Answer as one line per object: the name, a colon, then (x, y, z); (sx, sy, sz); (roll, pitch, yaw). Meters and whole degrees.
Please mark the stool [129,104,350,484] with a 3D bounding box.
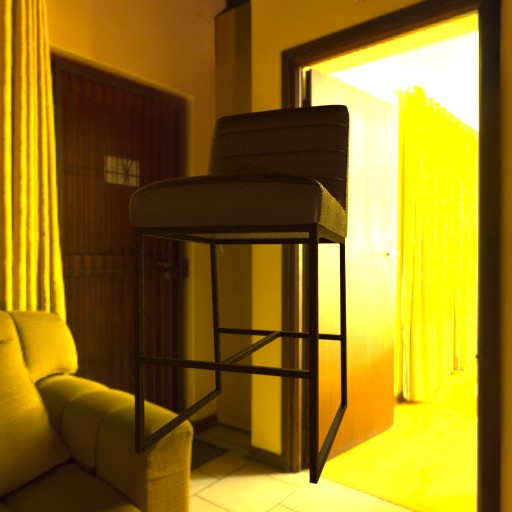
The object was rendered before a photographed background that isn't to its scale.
stool: (0.000, 0.000, 1.217); (0.457, 0.938, 0.552); (0, 0, 19)
